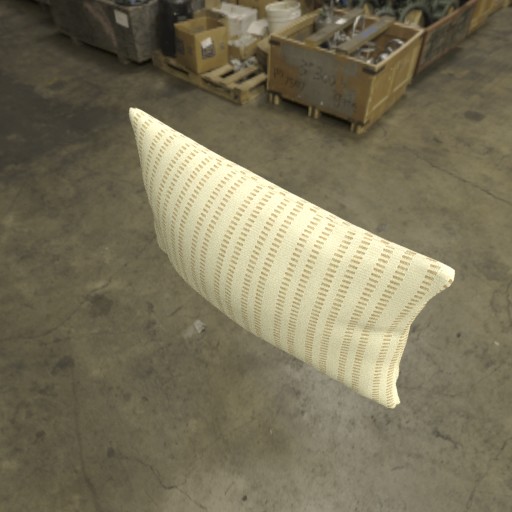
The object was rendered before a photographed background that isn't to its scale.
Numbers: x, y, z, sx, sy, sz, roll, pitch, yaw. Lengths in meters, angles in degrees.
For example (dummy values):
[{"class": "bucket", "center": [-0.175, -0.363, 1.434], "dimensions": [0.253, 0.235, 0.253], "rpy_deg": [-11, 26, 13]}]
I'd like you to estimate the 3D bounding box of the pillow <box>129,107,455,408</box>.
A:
[{"class": "pillow", "center": [0.000, 0.000, 0.796], "dimensions": [0.640, 0.353, 0.210], "rpy_deg": [32, 54, 27]}]
